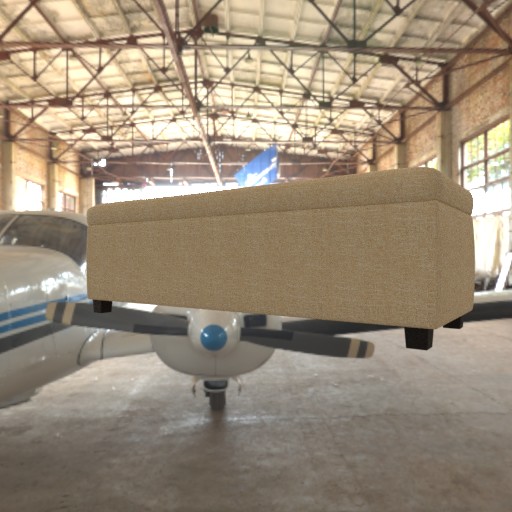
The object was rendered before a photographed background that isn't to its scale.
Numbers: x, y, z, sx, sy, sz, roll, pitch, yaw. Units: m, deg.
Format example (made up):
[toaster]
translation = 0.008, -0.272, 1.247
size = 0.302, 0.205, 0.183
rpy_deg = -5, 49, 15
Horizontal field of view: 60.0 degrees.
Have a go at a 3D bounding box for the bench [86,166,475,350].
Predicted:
[bench]
translation = 0.000, 0.000, 1.430
size = 1.219, 0.406, 0.432
rpy_deg = 0, 0, 35
